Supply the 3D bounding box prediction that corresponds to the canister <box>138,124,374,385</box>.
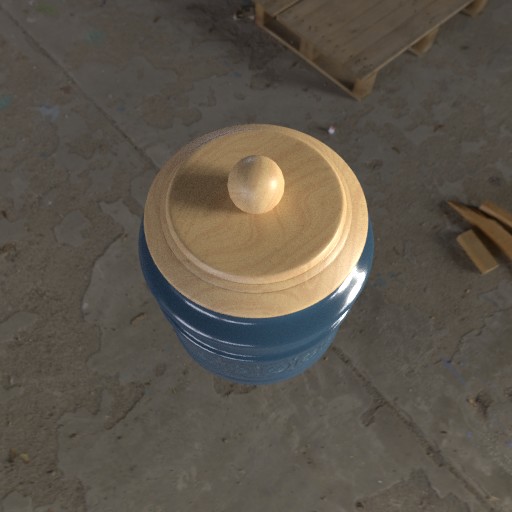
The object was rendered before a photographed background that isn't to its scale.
[{"bbox_3d":[0.000,0.000,0.272,0.130,0.176,0.130,0,64,0],"label":"canister"}]
